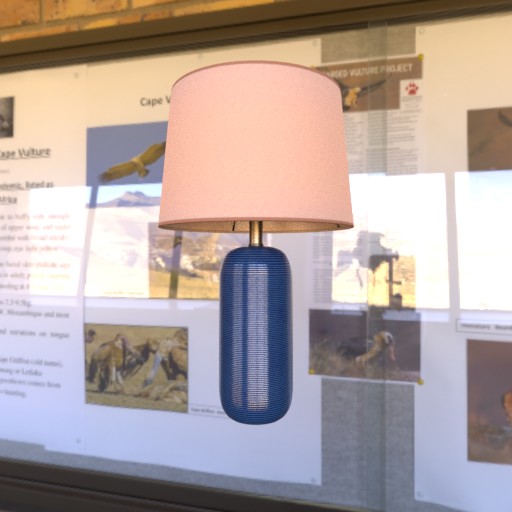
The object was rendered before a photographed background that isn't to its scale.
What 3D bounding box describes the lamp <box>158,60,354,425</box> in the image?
[{"bbox_3d":[0.000,0.000,0.849,0.367,0.609,0.367,0,0,0],"label":"lamp"}]
